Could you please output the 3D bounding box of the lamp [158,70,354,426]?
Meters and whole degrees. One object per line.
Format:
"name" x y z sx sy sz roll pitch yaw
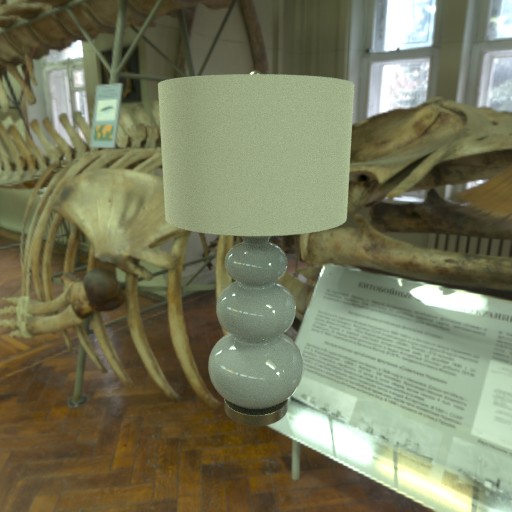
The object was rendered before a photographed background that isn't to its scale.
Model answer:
"lamp" 0.000 0.000 0.939 0.367 0.730 0.367 2 16 7
